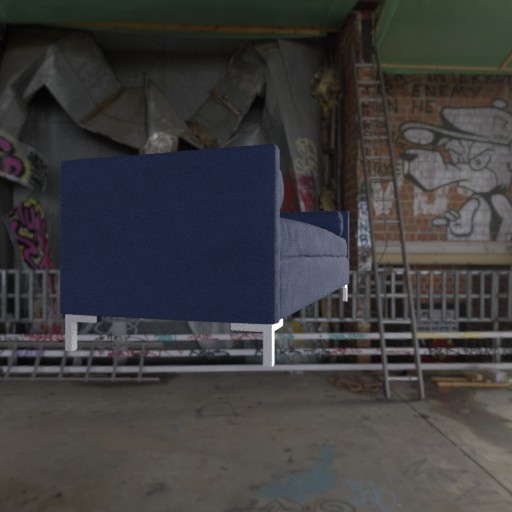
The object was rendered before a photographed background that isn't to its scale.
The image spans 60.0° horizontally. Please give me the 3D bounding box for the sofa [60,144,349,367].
[{"bbox_3d":[0.000,0.000,2.390,0.797,0.657,2.102,0,0,18],"label":"sofa"}]
